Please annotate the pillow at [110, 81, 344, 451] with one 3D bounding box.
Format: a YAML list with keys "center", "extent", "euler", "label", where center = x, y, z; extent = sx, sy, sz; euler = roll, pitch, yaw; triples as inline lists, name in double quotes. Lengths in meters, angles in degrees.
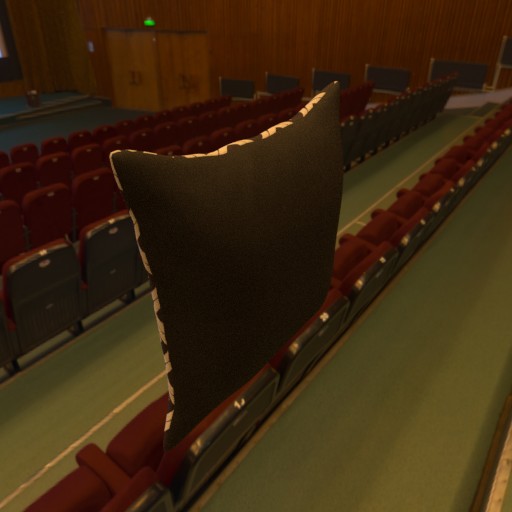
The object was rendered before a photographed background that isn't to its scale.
- center: [0.000, 0.000, 0.753]
  extent: [0.188, 0.494, 0.504]
  euler: [21, 37, 30]
  label: "pillow"
